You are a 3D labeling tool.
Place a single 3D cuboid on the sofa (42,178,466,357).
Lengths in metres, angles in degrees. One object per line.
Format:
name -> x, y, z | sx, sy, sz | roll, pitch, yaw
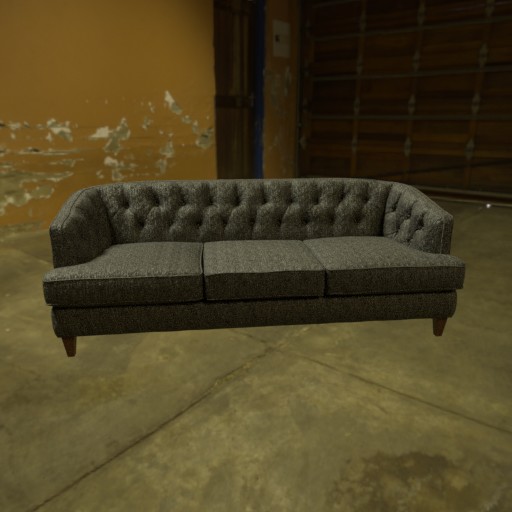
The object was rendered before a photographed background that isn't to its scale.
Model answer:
sofa -> 0.000, 0.000, 2.754 | 2.278, 0.855, 0.941 | -2, 16, -6
